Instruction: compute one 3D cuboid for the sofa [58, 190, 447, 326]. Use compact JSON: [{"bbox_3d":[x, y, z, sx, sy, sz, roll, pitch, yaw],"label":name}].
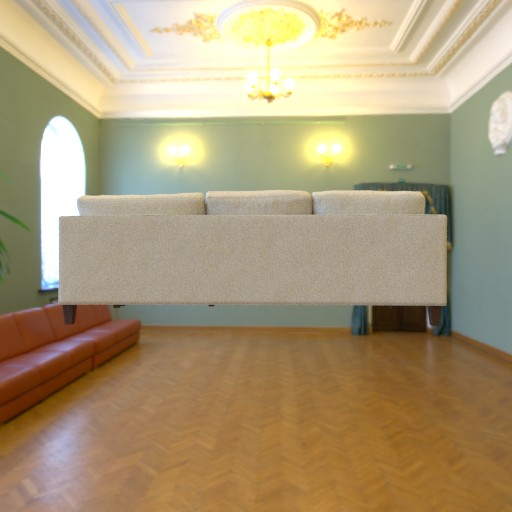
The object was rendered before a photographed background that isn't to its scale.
[{"bbox_3d":[0.000,0.000,4.310,2.432,0.863,3.182,0,0,1],"label":"sofa"}]
